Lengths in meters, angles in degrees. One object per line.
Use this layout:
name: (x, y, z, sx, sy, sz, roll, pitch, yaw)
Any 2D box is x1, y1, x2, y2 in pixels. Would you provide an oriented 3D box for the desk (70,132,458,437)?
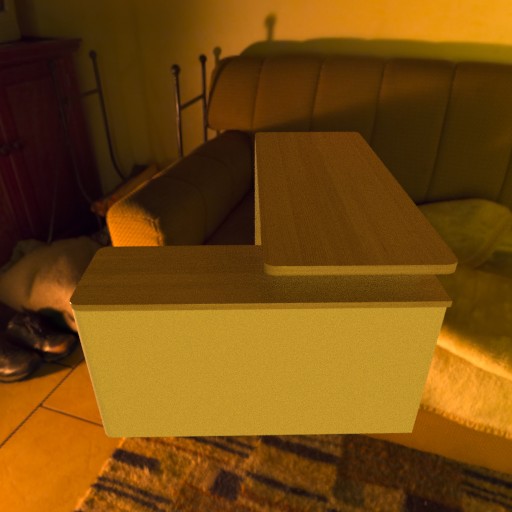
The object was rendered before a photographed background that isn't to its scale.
desk: (0.000, 0.000, 2.075, 1.175, 0.770, 1.400, -1, 31, -1)
